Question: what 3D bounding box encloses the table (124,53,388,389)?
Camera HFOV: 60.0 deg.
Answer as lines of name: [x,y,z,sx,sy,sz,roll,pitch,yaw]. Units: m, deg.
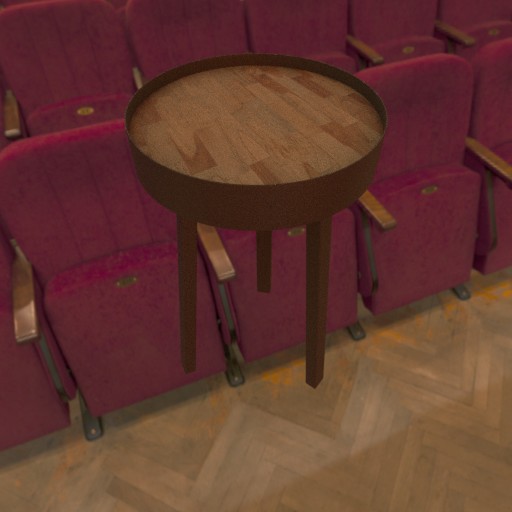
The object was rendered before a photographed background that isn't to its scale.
table: [0.000,0.000,0.947,0.406,0.686,0.406,-16,49,-15]
